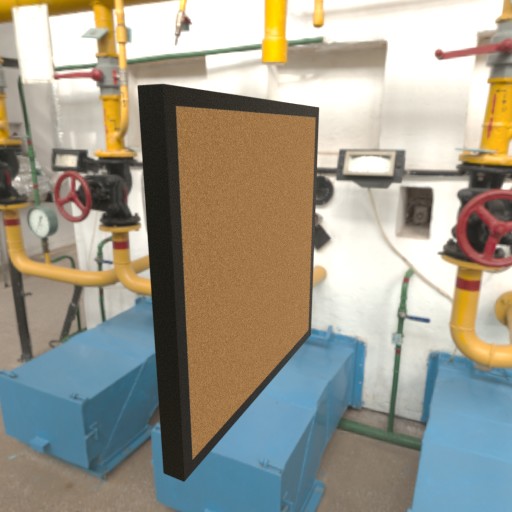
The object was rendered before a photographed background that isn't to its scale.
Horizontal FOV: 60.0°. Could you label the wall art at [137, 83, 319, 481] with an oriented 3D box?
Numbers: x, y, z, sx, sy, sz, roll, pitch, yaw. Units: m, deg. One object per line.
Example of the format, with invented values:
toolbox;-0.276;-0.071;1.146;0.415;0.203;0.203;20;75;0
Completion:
wall art;0.000;0.000;0.760;0.036;0.508;0.508;8;17;25
